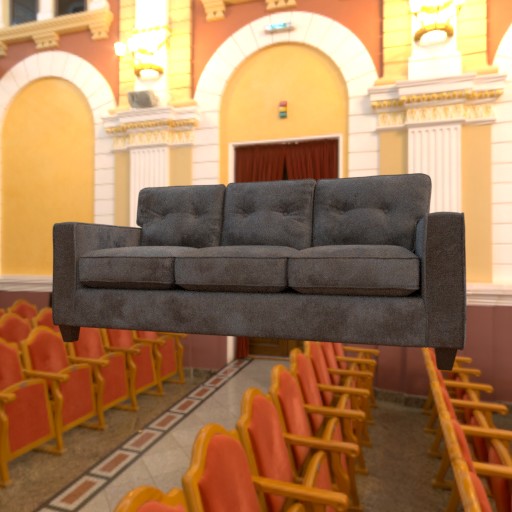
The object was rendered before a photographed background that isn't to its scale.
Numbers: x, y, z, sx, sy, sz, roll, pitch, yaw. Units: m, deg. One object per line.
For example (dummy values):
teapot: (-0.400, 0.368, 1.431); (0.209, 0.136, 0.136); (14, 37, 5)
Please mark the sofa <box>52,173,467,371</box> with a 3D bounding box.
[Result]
sofa: (0.000, 0.000, 2.571); (2.133, 0.965, 0.939); (0, 0, 18)
